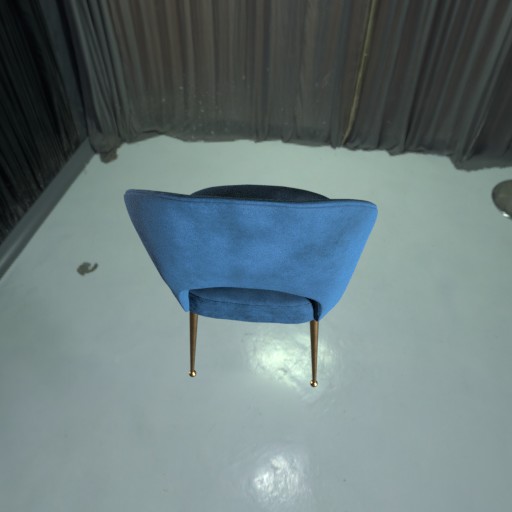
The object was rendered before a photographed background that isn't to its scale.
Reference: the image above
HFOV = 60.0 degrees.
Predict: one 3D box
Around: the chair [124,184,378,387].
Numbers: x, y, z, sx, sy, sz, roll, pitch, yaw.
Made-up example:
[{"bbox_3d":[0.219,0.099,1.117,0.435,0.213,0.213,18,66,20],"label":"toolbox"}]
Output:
[{"bbox_3d":[0.000,0.000,1.211,0.527,0.860,0.577,4,47,4],"label":"chair"}]
